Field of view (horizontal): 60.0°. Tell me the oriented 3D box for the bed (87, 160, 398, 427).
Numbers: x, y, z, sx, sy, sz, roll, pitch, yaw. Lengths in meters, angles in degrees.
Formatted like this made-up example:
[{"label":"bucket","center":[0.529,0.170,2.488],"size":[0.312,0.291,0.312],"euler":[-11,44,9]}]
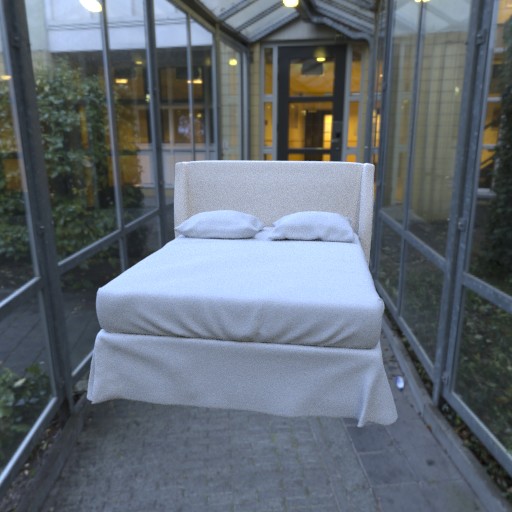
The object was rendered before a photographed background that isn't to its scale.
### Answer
[{"label":"bed","center":[0.000,0.000,3.424],"size":[1.925,1.332,2.276],"euler":[2,15,8]}]
